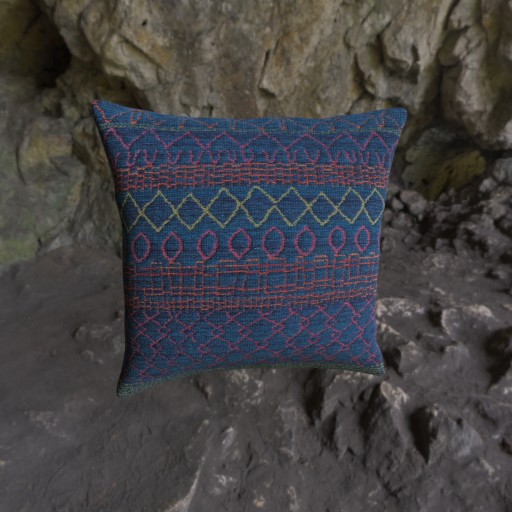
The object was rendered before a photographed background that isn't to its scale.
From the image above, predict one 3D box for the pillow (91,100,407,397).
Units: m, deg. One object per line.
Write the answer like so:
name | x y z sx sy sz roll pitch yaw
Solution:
pillow | 0.000 0.000 0.654 0.431 0.431 0.141 -2 15 -8
